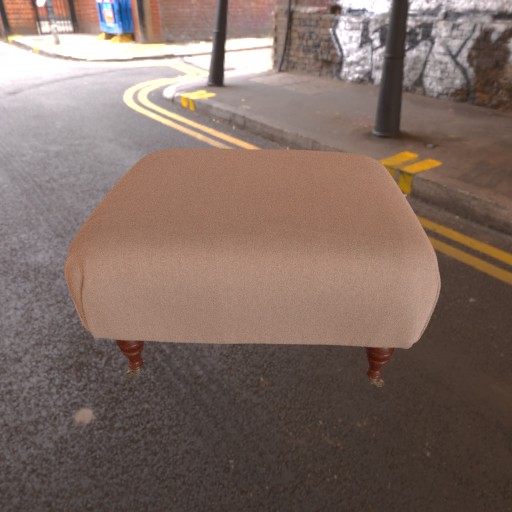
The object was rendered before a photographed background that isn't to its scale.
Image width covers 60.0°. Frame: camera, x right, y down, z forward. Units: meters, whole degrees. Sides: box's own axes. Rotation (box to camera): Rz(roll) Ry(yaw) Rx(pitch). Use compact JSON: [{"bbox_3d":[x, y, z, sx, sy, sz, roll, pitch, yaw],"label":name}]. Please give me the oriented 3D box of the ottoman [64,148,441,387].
[{"bbox_3d":[0.000,0.000,1.147,0.746,0.450,0.639,1,31,2],"label":"ottoman"}]
